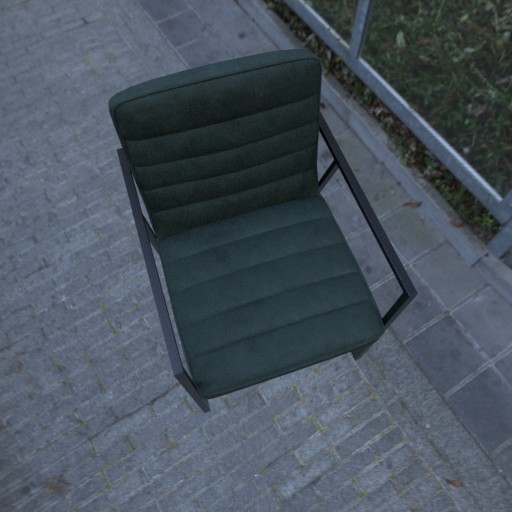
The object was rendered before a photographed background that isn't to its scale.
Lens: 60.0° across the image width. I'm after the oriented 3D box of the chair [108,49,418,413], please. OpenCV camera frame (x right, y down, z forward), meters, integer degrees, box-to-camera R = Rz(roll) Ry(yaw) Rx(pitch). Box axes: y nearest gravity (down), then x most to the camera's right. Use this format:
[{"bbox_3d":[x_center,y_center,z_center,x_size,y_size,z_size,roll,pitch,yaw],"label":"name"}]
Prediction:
[{"bbox_3d":[0.000,0.000,1.275,0.571,0.833,0.677,-17,65,-8],"label":"chair"}]
